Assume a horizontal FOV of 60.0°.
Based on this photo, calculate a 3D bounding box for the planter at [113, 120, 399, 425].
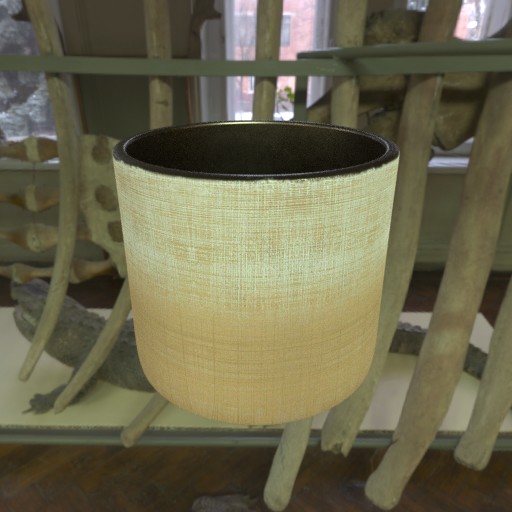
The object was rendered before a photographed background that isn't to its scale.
[{"bbox_3d":[0.000,0.000,0.390,0.221,0.201,0.221,0,26,0],"label":"planter"}]
